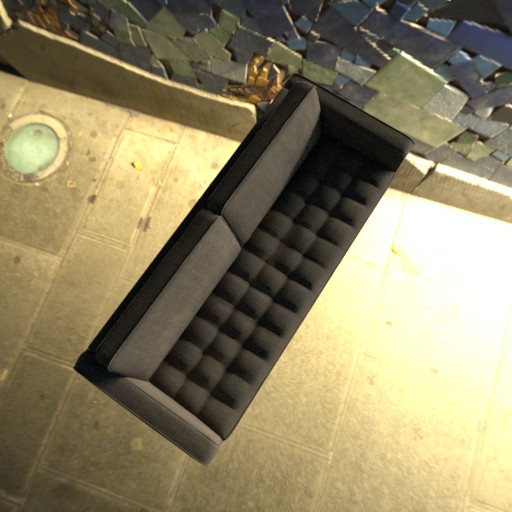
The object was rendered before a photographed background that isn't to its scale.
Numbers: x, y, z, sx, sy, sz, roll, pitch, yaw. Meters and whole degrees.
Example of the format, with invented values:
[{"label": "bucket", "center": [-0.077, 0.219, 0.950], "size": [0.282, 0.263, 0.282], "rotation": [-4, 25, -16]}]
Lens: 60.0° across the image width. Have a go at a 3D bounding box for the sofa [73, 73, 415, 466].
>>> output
[{"label": "sofa", "center": [0.000, 0.000, 2.743], "size": [0.923, 0.813, 2.295], "rotation": [33, 78, 8]}]
